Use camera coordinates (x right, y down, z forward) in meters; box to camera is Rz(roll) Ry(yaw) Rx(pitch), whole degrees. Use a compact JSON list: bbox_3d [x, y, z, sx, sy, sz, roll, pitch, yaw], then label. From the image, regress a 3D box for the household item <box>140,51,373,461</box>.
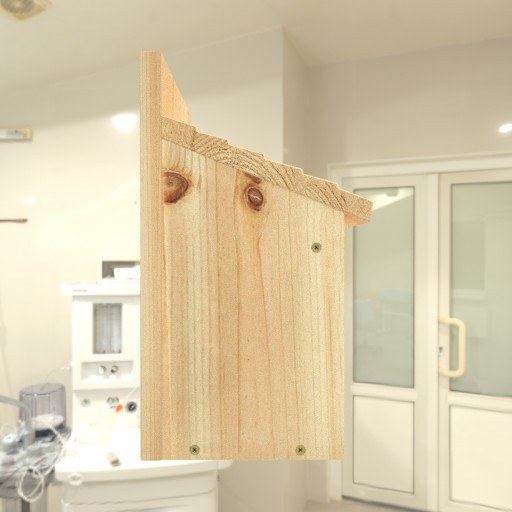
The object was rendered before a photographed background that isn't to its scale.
[{"bbox_3d":[0.000,0.000,0.397,0.171,0.300,0.149,0,0,0],"label":"household item"}]
